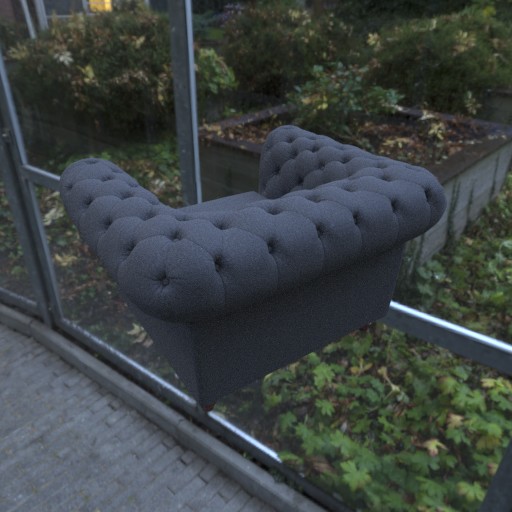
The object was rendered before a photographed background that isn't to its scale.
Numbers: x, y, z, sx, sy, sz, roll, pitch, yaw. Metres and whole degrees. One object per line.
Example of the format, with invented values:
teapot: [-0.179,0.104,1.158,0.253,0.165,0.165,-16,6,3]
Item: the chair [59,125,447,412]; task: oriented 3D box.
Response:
chair: [0.000,0.000,1.838,1.270,0.770,0.976,-19,35,-29]
